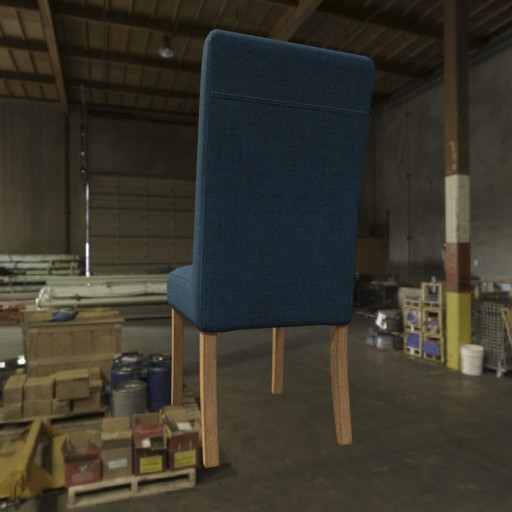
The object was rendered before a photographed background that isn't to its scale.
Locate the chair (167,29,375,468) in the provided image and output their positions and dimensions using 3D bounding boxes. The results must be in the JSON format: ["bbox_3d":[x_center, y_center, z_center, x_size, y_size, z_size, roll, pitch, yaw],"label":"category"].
[{"bbox_3d":[0.000,0.000,1.335,0.450,1.029,0.610,0,0,-20],"label":"chair"}]
